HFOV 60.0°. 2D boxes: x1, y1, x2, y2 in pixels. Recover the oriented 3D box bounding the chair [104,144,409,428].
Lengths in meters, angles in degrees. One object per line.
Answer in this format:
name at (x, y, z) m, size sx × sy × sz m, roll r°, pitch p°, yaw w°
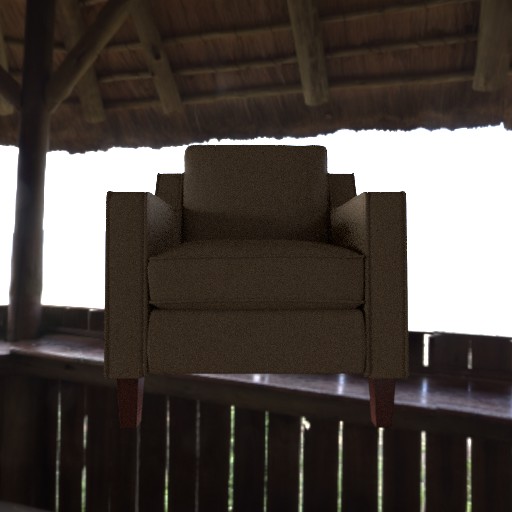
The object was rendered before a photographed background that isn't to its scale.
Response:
chair at (0.000, 0.000, 1.637) m, size 0.831 × 0.960 × 0.909 m, roll 0°, pitch -1°, yaw 0°
